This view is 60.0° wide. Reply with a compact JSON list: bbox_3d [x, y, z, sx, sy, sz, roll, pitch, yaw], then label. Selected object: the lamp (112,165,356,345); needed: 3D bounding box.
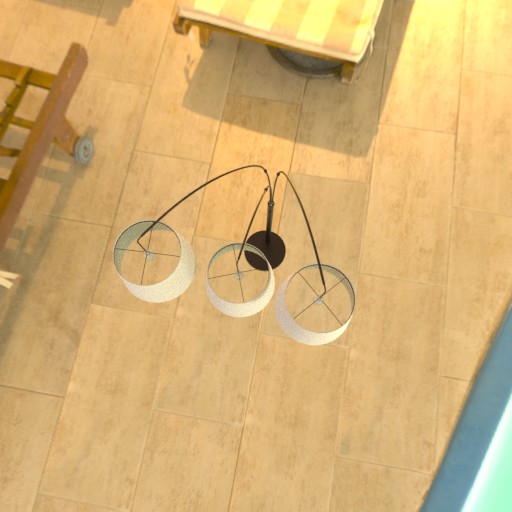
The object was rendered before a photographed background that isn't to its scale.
[{"bbox_3d":[0.000,0.000,2.471,0.951,1.950,0.924,16,76,4],"label":"lamp"}]
